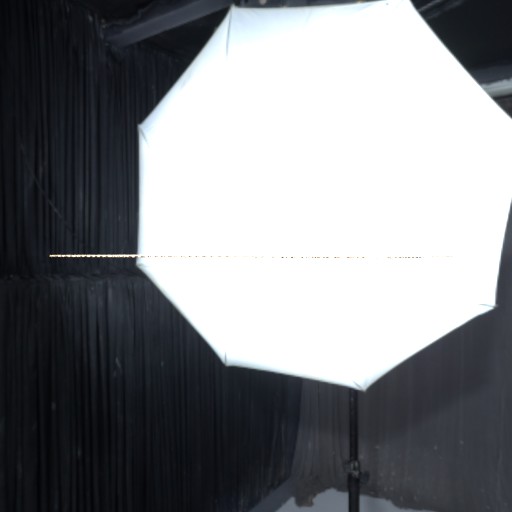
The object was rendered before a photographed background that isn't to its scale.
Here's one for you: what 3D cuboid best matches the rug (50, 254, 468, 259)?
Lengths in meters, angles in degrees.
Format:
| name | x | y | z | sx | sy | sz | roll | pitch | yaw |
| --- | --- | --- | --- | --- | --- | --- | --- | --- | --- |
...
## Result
| name | x | y | z | sx | sy | sz | roll | pitch | yaw |
| --- | --- | --- | --- | --- | --- | --- | --- | --- | --- |
| rug | 0.000 | 0.000 | 2.304 | 1.828 | 0.008 | 1.219 | 0 | 0 | 35 |
